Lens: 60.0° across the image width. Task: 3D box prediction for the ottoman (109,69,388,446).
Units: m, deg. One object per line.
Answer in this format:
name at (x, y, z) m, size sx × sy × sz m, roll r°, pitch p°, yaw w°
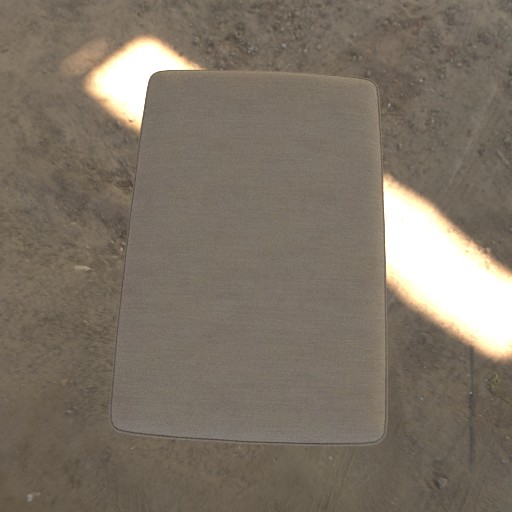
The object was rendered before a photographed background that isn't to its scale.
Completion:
ottoman at (0.000, 0.000, 1.264) m, size 0.636 × 0.480 × 0.941 m, roll 2°, pitch 76°, yaw 1°
